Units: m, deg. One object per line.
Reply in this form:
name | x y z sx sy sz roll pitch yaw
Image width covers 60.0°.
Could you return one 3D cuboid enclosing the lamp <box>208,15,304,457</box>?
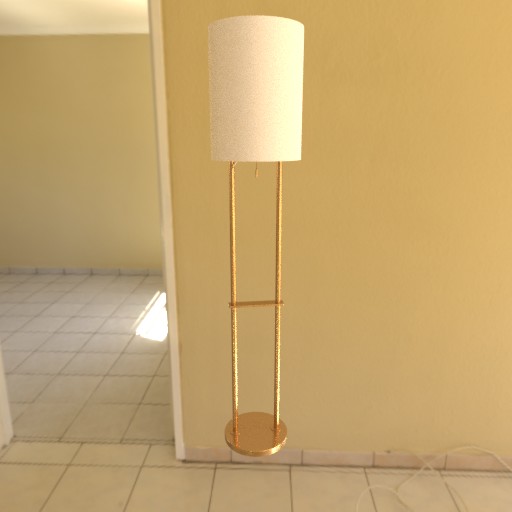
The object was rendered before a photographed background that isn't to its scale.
lamp | 0.000 0.000 1.602 0.306 1.500 0.305 -2 15 -7
